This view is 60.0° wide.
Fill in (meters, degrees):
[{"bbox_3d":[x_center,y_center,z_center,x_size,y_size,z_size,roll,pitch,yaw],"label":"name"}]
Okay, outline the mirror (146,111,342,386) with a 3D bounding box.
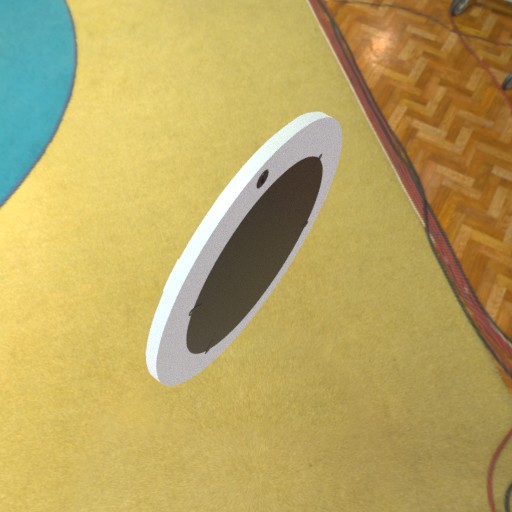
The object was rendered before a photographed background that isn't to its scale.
[{"bbox_3d":[0.000,0.000,1.358,0.038,0.914,0.914,33,68,15],"label":"mirror"}]
